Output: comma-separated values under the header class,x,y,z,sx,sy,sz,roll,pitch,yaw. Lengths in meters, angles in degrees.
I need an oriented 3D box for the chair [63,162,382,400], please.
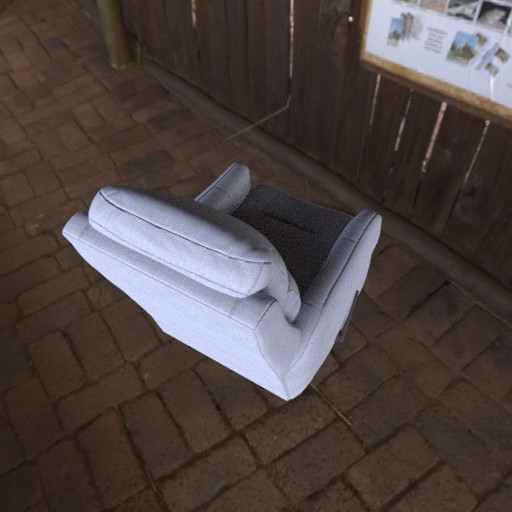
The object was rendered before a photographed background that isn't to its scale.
class,x,y,z,sx,sy,sz,roll,pitch,yaw
chair,0.000,0.000,1.796,0.829,1.030,1.080,24,51,21
